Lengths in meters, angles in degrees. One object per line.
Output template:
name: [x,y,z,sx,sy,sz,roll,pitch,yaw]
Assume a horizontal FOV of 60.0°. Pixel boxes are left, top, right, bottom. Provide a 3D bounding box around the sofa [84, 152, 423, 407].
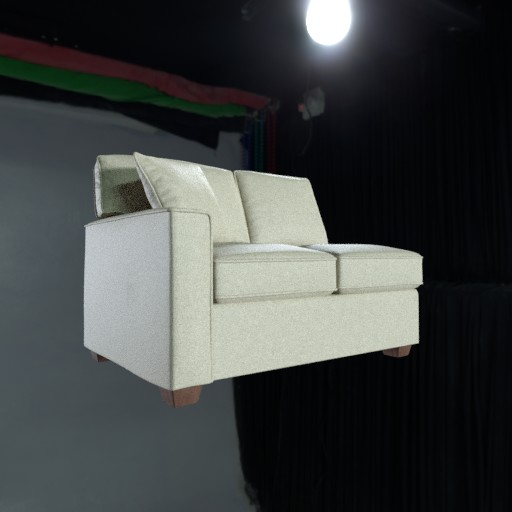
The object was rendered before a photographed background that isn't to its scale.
sofa: [0.000,0.000,2.171,1.388,0.989,0.991,0,0,-37]
